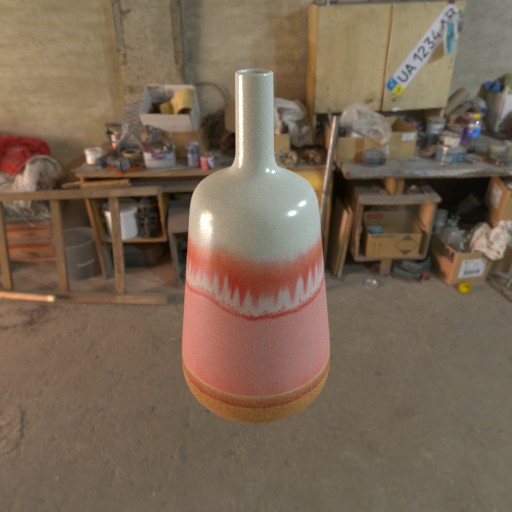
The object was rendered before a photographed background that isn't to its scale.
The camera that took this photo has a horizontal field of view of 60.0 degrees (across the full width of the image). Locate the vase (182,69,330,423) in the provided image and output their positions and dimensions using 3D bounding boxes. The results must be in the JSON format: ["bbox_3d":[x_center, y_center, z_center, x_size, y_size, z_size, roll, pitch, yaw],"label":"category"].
[{"bbox_3d":[0.000,0.000,0.381,0.144,0.296,0.144,0,31,0],"label":"vase"}]
